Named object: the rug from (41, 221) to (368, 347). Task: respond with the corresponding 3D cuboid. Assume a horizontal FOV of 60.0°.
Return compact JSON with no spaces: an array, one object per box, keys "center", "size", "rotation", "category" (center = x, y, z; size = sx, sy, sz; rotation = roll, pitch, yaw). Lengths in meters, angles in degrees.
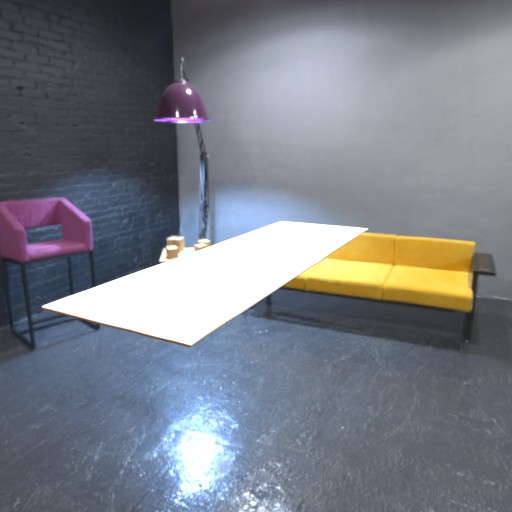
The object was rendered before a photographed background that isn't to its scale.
[{"center":[0.000,0.000,2.748],"size":[0.793,0.014,2.450],"rotation":[7,16,27],"category":"rug"}]
